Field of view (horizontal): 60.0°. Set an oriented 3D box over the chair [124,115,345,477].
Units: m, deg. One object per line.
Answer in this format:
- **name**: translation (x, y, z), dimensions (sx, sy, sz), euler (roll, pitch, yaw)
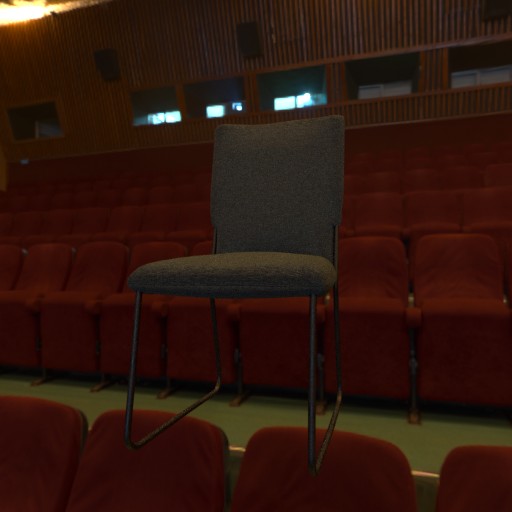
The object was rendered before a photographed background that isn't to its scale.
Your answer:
- **chair**: translation (0.000, 0.000, 1.256), dimensions (0.480, 0.931, 0.635), euler (0, -1, 17)
